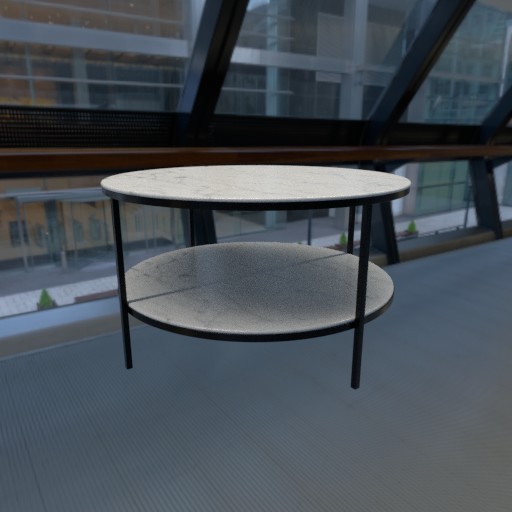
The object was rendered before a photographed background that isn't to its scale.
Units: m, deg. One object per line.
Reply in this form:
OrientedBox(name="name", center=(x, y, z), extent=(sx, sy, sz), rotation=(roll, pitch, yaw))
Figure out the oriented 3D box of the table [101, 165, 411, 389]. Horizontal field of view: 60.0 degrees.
OrientedBox(name="table", center=(0.000, 0.000, 1.265), extent=(0.800, 0.450, 0.800), rotation=(0, 16, 0))
